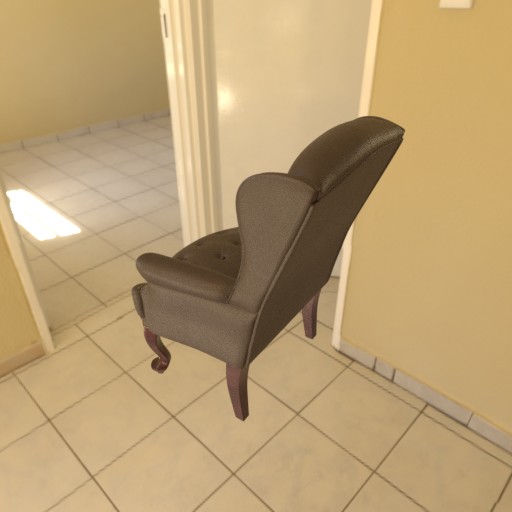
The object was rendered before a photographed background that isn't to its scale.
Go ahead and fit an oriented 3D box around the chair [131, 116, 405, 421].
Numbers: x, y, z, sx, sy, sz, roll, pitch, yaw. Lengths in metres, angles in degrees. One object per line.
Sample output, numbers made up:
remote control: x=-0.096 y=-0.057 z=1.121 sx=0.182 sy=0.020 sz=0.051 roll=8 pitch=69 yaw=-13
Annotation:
chair: x=0.000 y=0.000 z=1.749 sx=0.819 sy=1.132 sz=0.829 roll=20 pitch=37 yaw=29
